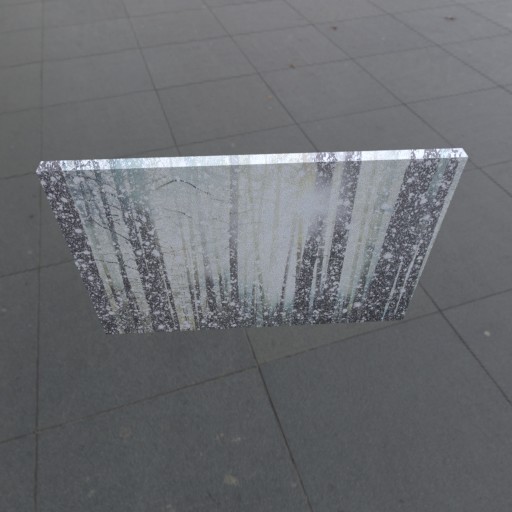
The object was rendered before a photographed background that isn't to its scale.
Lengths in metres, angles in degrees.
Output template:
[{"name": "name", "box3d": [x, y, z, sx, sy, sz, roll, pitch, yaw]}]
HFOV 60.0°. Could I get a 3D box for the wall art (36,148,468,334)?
[{"name": "wall art", "box3d": [0.000, 0.000, 1.169, 0.919, 0.598, 0.038, -2, 46, -2]}]
